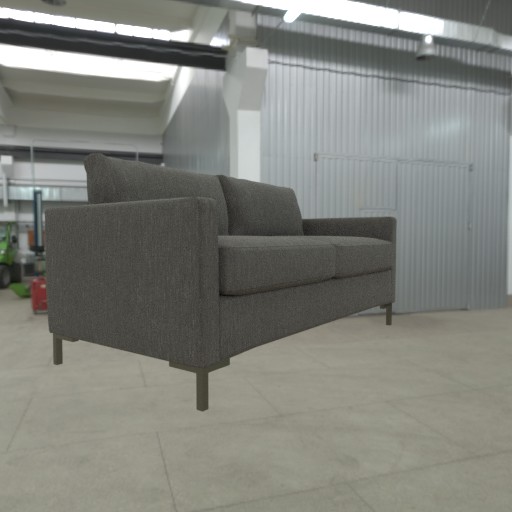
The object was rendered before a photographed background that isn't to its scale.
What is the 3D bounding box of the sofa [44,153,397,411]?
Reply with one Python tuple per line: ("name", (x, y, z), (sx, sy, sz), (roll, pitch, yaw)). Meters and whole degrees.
("sofa", (0.000, 0.000, 2.161), (0.875, 0.840, 1.682), (2, 3, 36))
